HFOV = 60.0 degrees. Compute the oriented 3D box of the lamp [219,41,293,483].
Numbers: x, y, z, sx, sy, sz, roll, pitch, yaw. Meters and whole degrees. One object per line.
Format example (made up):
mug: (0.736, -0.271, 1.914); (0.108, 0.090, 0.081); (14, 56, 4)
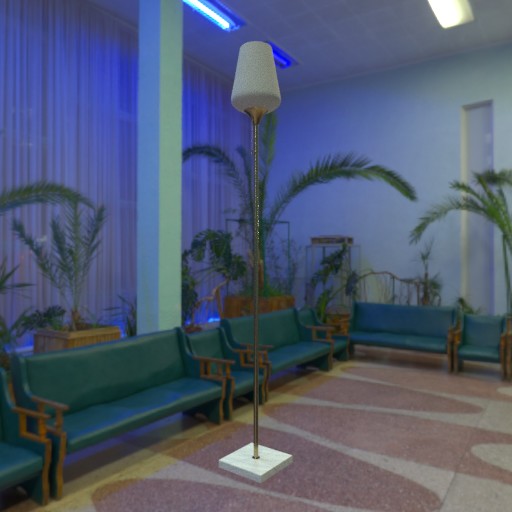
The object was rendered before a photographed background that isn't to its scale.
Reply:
lamp: (0.000, 0.000, 1.932); (0.229, 1.813, 0.232); (-1, -1, 37)
